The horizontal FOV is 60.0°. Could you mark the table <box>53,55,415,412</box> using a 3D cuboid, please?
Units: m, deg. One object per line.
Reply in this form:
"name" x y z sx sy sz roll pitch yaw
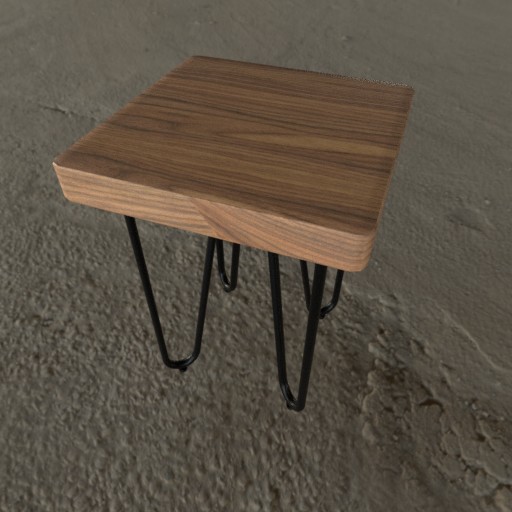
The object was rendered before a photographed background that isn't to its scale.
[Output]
"table" 0.000 0.000 0.973 0.480 0.641 0.479 14 45 15
